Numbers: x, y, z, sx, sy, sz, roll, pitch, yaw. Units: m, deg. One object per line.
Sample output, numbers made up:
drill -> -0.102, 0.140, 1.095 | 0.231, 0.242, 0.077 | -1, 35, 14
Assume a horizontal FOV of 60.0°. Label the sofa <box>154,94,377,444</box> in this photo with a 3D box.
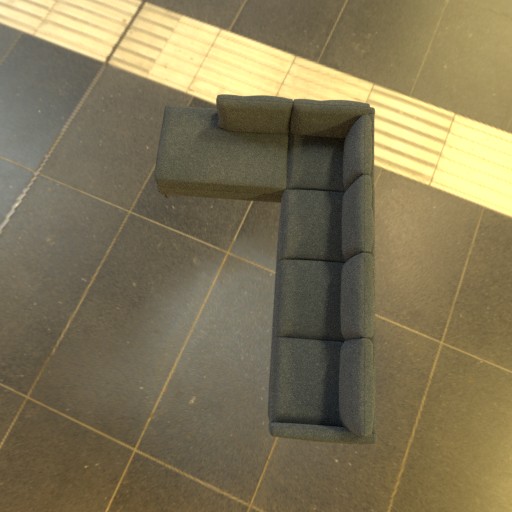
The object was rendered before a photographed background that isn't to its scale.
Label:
sofa -> 0.000, 0.000, 3.893 | 2.007, 0.815, 2.949 | 4, 74, 1
